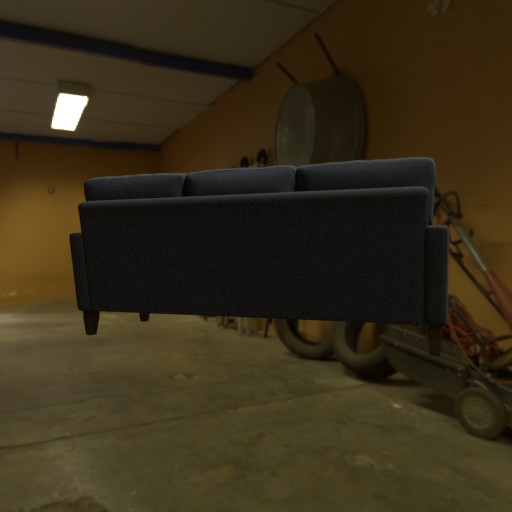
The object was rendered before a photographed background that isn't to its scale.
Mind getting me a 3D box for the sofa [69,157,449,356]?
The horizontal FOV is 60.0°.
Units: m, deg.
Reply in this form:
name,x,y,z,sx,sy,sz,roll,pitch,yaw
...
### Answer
name,x,y,z,sx,sy,sz,roll,pitch,yaw
sofa,0.000,0.000,2.734,2.115,0.984,0.888,0,0,17
